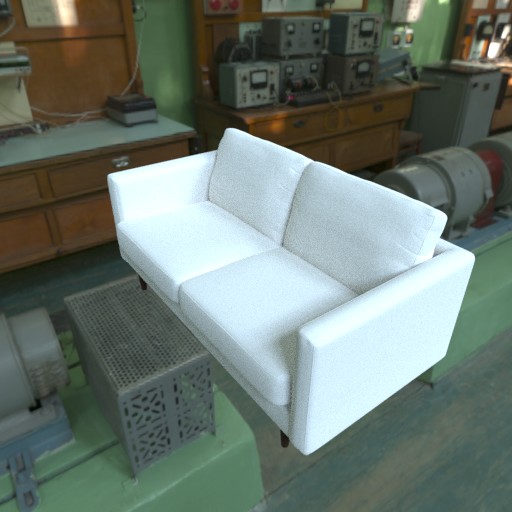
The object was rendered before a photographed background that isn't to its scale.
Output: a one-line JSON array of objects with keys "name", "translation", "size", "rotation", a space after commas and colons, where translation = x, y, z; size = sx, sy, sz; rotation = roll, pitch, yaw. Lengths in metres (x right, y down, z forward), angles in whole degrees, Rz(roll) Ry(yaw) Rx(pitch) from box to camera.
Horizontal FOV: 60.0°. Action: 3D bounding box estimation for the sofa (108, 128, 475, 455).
[{"name": "sofa", "translation": [0.000, 0.000, 2.239], "size": [0.940, 0.893, 1.713], "rotation": [-21, 37, -31]}]
